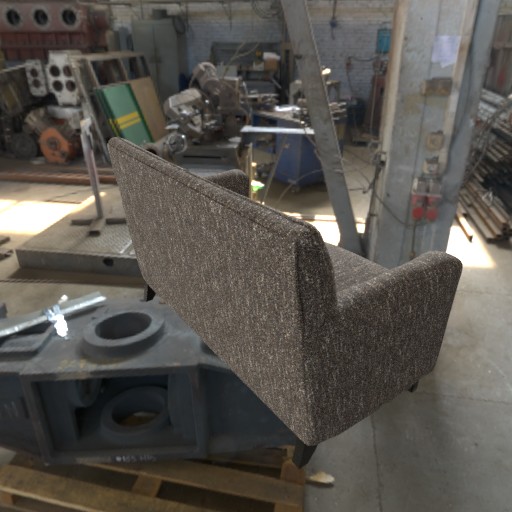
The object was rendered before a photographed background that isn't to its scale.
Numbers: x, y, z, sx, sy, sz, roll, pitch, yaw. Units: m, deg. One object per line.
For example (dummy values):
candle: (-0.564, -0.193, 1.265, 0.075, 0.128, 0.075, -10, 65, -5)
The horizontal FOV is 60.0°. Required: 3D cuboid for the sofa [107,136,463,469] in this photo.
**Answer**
sofa: (0.000, 0.000, 2.027, 0.801, 0.946, 1.519, -18, 31, -31)
